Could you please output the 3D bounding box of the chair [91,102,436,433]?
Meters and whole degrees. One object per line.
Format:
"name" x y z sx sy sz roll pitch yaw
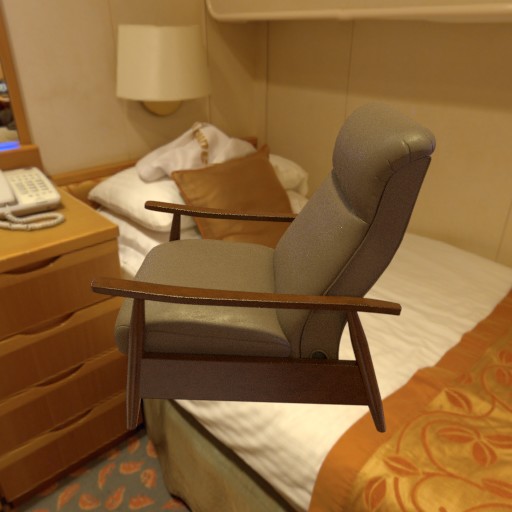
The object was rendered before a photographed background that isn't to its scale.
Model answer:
"chair" 0.000 0.000 1.723 1.014 1.082 0.762 0 27 1
